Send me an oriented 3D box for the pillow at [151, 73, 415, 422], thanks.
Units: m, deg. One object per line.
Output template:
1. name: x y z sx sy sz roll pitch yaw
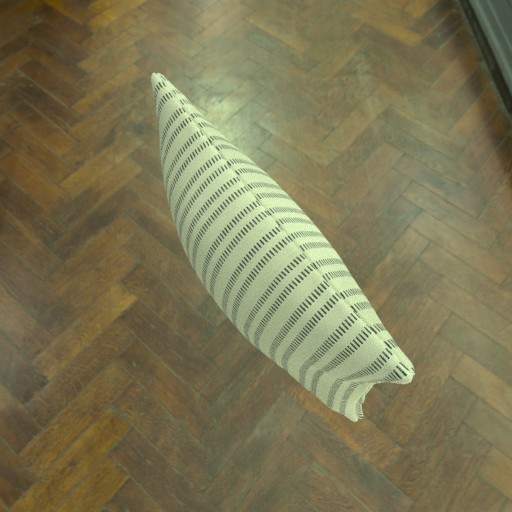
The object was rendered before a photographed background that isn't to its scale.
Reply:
1. pillow: 0.000 0.000 0.790 0.210 0.353 0.640 -32 67 -15
